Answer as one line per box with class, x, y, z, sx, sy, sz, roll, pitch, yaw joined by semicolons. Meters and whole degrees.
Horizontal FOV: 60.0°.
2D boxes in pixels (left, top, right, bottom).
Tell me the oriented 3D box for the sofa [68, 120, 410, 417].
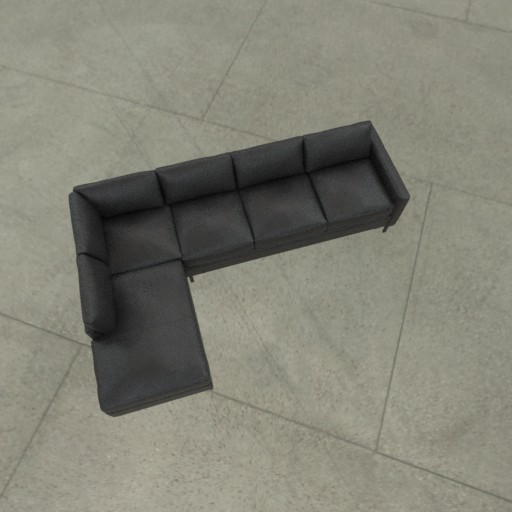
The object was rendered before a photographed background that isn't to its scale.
sofa;0.000;0.000;3.946;2.984;0.877;1.938;-14;64;-7
